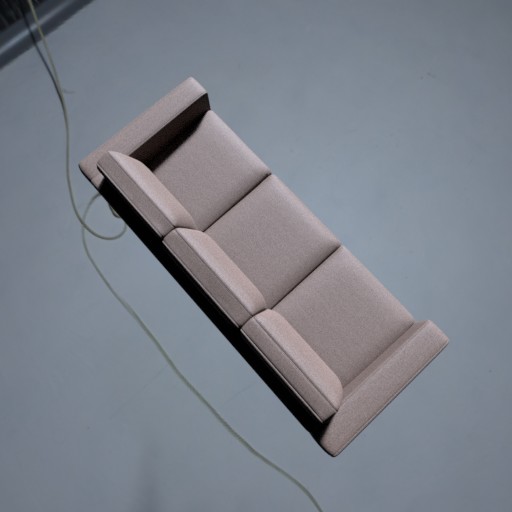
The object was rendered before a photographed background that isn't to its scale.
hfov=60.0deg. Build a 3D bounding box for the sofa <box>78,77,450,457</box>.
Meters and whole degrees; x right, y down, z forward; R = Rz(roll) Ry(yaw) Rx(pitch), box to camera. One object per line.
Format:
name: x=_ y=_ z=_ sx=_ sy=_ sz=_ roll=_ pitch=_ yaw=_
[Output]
sofa: x=0.000 y=0.000 z=2.648 sx=0.900 sy=0.806 sz=2.160 roll=-41 pitch=81 yaw=-8
